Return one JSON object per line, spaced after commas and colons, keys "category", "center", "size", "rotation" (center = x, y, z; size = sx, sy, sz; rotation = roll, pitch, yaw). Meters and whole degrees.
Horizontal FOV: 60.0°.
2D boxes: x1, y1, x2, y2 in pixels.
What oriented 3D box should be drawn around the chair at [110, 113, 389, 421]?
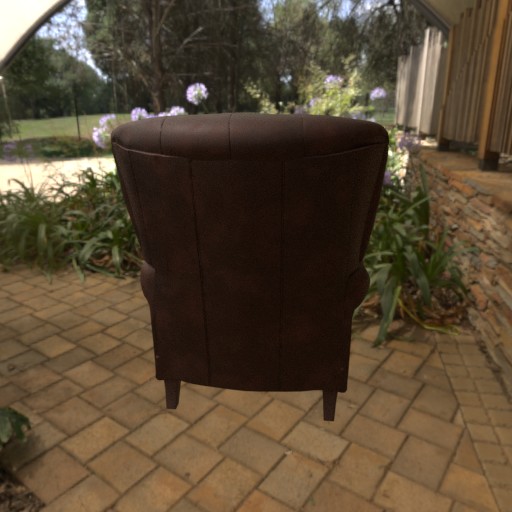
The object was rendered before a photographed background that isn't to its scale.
{"category": "chair", "center": [0.000, 0.000, 1.906], "size": [0.948, 1.158, 1.058], "rotation": [2, 17, 7]}
